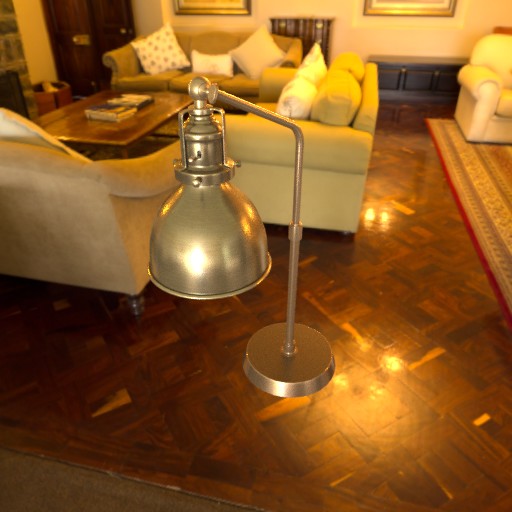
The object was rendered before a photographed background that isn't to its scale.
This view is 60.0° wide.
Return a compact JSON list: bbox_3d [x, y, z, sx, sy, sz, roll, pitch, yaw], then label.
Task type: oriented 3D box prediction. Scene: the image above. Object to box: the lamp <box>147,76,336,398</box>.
[{"bbox_3d":[0.000,0.000,0.581,0.286,0.456,0.153,-21,37,-30],"label":"lamp"}]
